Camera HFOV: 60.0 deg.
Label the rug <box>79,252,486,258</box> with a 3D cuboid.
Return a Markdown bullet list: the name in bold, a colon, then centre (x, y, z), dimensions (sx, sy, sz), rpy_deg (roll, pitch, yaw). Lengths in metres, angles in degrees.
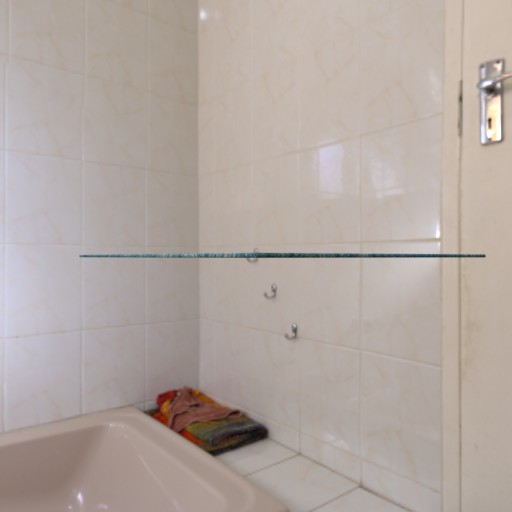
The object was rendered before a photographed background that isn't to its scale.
- **rug**: centre (0.000, 0.000, 4.272), dimensions (2.405, 0.027, 3.217), rpy_deg (0, 0, -37)
